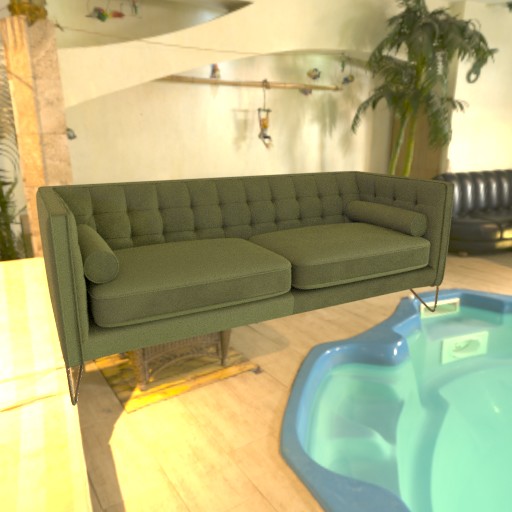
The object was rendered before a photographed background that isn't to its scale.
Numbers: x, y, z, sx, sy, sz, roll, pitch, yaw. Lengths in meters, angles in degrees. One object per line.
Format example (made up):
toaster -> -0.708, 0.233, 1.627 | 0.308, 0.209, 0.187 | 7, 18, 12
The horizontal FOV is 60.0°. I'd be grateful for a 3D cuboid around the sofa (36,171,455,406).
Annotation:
sofa -> 0.000, 0.000, 2.437 | 2.087, 0.789, 0.867 | -8, 18, -27
